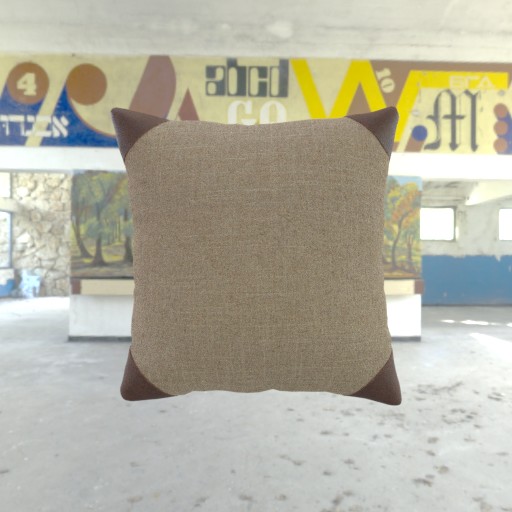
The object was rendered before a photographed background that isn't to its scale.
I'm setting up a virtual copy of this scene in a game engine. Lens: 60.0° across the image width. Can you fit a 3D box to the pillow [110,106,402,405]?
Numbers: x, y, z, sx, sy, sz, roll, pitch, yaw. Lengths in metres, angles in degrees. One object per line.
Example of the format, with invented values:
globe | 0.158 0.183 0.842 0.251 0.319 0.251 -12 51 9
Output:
pillow | 0.000 0.000 0.662 0.437 0.448 0.147 0 0 -1
